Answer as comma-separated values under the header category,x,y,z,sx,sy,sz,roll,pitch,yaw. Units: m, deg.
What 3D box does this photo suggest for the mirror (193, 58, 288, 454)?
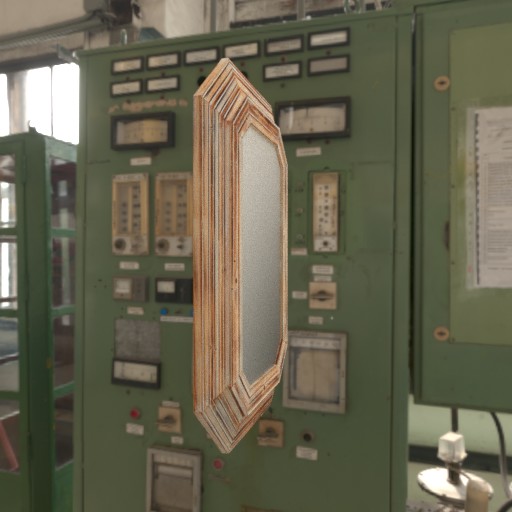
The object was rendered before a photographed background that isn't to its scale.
category,x,y,z,sx,sy,sz,roll,pitch,yaw
mirror,0.000,0.000,1.315,0.061,1.015,0.709,0,0,18
